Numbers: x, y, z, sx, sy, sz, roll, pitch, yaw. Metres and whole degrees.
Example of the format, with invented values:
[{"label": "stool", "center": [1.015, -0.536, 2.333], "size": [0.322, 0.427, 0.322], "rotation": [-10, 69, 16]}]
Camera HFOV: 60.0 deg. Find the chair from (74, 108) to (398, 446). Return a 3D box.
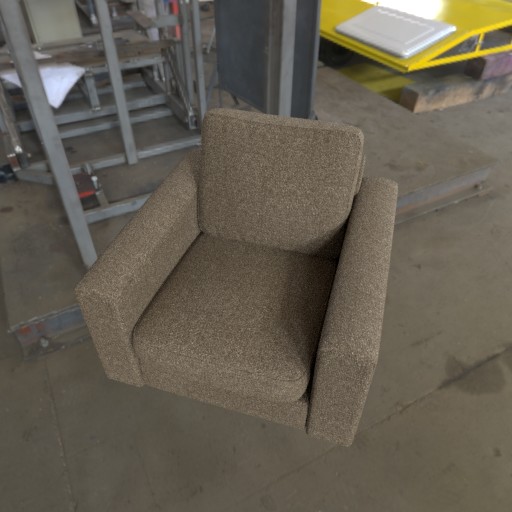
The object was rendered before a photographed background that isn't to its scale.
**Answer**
[{"label": "chair", "center": [0.000, 0.000, 1.769], "size": [1.005, 0.873, 1.016], "rotation": [12, 43, 13]}]
